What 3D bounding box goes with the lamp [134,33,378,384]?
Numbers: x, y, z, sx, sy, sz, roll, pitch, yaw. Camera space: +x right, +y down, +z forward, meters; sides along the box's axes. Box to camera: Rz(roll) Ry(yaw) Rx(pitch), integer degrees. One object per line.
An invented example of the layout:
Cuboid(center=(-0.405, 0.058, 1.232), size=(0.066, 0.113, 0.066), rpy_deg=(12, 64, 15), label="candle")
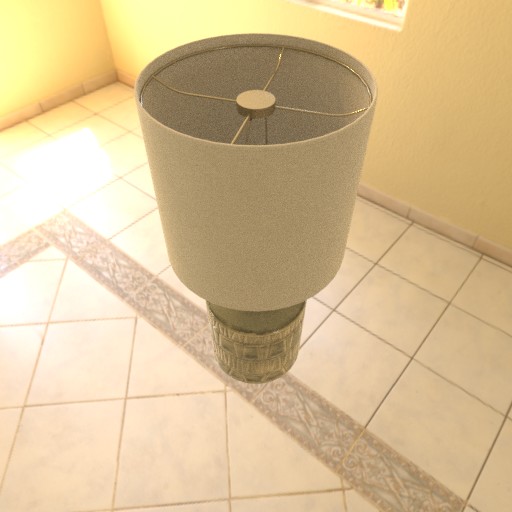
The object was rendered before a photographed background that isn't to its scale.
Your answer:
Cuboid(center=(0.000, 0.000, 0.555), size=(0.211, 0.455, 0.211), rpy_deg=(23, 51, 20), label="lamp")
